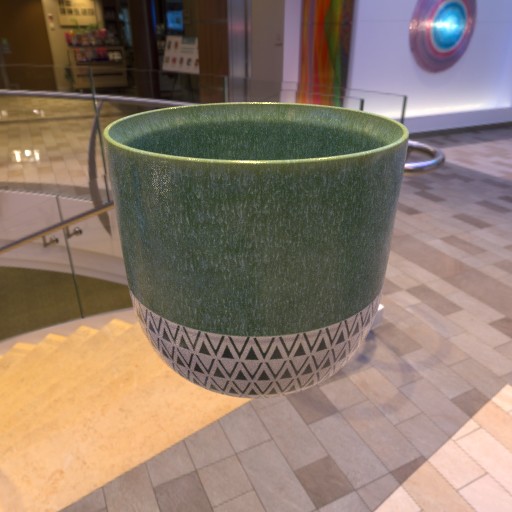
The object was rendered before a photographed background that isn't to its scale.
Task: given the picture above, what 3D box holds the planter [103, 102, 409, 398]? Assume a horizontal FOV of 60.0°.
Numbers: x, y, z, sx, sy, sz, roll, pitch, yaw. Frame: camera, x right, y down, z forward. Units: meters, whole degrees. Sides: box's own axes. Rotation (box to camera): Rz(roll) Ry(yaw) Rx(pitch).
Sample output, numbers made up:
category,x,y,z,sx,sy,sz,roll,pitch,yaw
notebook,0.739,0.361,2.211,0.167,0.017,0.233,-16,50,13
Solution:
category,x,y,z,sx,sy,sz,roll,pitch,yaw
planter,0.000,0.000,0.462,0.266,0.270,0.266,0,27,0
